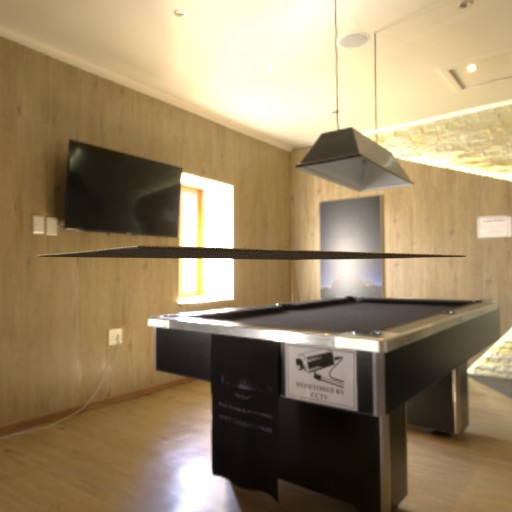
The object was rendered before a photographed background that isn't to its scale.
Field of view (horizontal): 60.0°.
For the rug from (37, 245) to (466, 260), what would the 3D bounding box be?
[{"bbox_3d":[0.000,0.000,4.970,3.935,0.025,2.782,1,-2,-38],"label":"rug"}]
